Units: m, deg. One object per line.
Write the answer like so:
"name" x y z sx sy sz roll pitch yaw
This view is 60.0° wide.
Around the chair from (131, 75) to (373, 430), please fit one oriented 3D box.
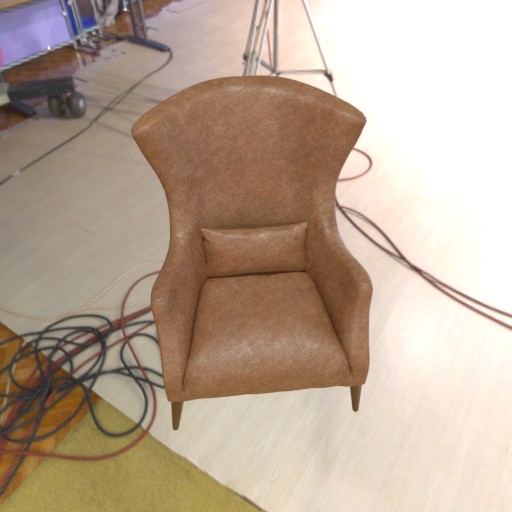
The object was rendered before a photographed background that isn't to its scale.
"chair" 0.000 0.000 1.796 0.846 1.067 0.955 -4 46 -4
